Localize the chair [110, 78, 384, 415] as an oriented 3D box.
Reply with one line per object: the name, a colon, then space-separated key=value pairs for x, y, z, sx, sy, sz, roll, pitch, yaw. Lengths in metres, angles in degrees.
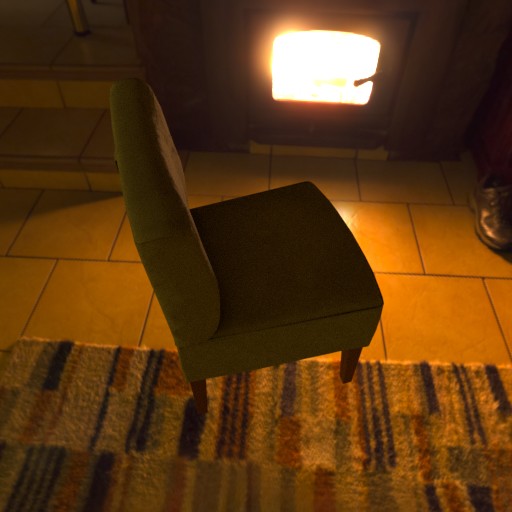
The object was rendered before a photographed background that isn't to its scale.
chair: x=0.000 y=0.000 z=1.164 sx=0.554 sy=0.806 sz=0.521 roll=-12 pitch=49 yaw=-11
